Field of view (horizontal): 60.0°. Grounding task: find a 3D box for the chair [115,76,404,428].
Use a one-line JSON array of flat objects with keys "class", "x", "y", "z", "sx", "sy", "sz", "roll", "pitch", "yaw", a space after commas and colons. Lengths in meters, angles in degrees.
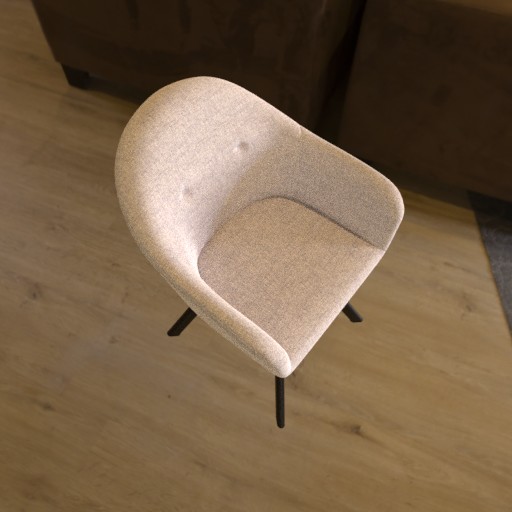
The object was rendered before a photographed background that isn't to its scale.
[{"class": "chair", "x": 0.000, "y": 0.000, "z": 1.179, "sx": 0.570, "sy": 0.780, "sz": 0.540, "roll": 34, "pitch": 63, "yaw": 20}]
